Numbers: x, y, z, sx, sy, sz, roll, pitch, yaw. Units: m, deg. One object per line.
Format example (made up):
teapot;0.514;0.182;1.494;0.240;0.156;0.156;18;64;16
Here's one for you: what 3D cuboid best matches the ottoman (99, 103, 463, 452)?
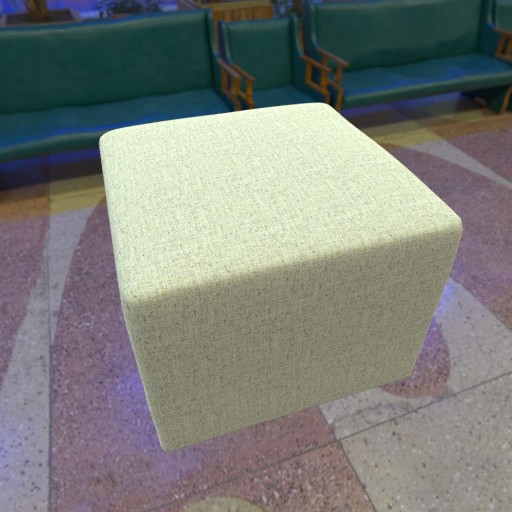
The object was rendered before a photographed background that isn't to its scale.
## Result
ottoman;0.000;0.000;0.903;0.521;0.453;0.512;-12;42;-14
